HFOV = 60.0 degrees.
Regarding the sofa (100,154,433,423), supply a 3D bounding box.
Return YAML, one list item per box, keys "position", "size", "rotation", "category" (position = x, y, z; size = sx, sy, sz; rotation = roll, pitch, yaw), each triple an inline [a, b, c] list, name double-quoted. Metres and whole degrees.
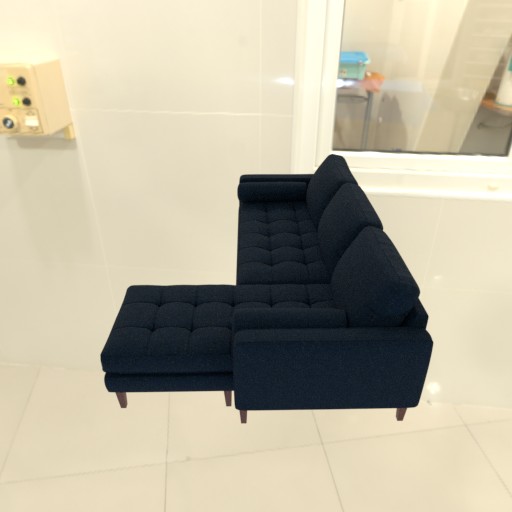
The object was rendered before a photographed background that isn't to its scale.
- position: [0.000, 0.000, 3.025]
  size: [1.613, 0.841, 2.185]
  rotation: [-1, 31, -1]
  category: "sofa"
